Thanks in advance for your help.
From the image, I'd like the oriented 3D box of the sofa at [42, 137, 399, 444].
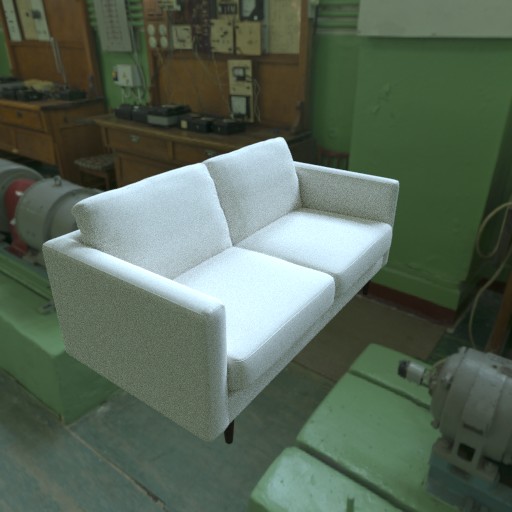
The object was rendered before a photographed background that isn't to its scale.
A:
[{"bbox_3d":[0.000,0.000,2.268,0.940,0.893,1.713,18,32,31],"label":"sofa"}]
